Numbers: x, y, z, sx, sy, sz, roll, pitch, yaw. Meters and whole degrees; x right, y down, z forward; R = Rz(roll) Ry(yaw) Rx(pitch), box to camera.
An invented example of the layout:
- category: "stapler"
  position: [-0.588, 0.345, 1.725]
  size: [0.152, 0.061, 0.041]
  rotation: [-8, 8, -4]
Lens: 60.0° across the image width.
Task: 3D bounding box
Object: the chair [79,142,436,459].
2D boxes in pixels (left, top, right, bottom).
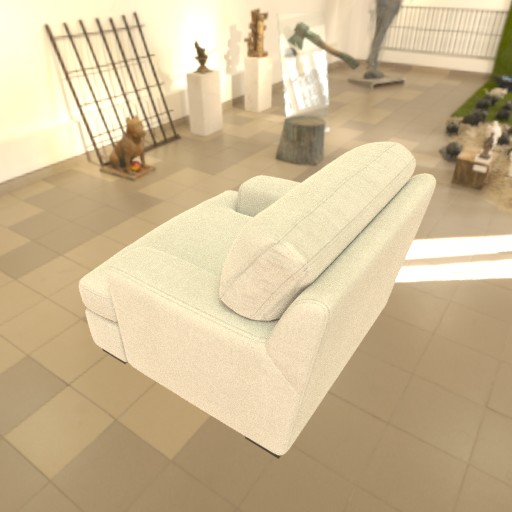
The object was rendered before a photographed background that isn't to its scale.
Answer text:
- category: "chair"
  position: [0.000, 0.000, 1.957]
  size: [1.158, 0.930, 1.140]
  rotation: [21, 39, 28]
